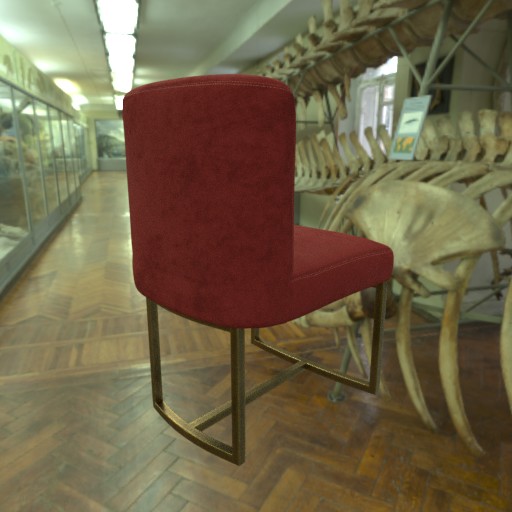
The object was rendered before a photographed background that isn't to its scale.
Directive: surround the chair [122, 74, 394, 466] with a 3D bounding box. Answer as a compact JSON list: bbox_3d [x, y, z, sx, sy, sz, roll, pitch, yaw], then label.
[{"bbox_3d":[0.000,0.000,1.165,0.530,0.824,0.560,13,19,42],"label":"chair"}]
